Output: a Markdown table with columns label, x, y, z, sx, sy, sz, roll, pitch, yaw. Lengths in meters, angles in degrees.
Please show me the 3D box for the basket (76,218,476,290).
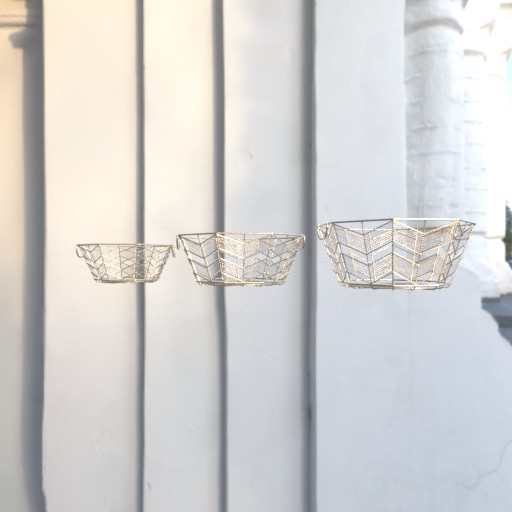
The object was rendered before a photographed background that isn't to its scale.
| label | x | y | z | sx | sy | sz | roll | pitch | yaw |
| --- | --- | --- | --- | --- | --- | --- | --- | --- | --- |
| basket | 0.000 | 0.000 | 1.380 | 1.246 | 0.178 | 0.432 | 0 | 0 | 17 |
